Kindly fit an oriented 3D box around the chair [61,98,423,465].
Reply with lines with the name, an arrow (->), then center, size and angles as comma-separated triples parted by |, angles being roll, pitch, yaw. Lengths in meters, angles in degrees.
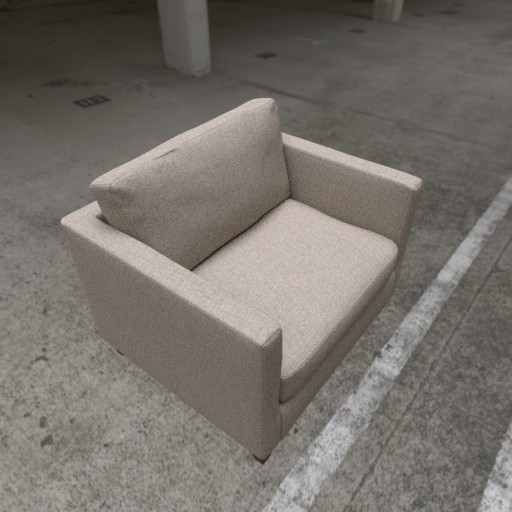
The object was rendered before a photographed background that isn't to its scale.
chair -> 0.000, 0.000, 1.850 | 0.959, 0.961, 1.107 | 27, 47, 28
